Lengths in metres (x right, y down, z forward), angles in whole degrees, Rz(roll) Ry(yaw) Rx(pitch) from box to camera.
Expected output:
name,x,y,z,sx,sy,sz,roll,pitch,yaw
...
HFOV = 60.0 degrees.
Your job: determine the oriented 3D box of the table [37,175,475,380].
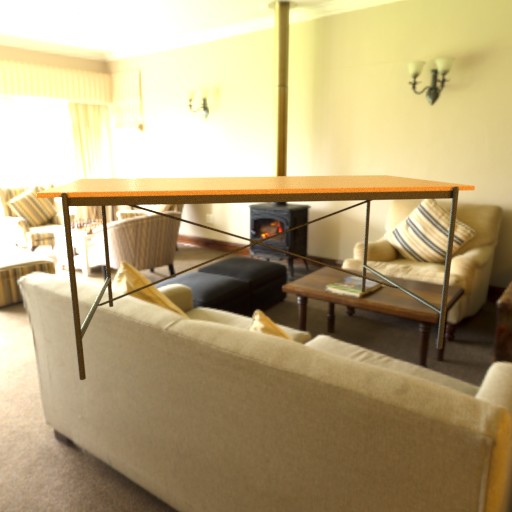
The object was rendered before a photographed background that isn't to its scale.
name,x,y,z,sx,sy,sz,roll,pitch,yaw
table,0.000,0.000,2.287,1.800,0.758,0.900,-2,14,-10
